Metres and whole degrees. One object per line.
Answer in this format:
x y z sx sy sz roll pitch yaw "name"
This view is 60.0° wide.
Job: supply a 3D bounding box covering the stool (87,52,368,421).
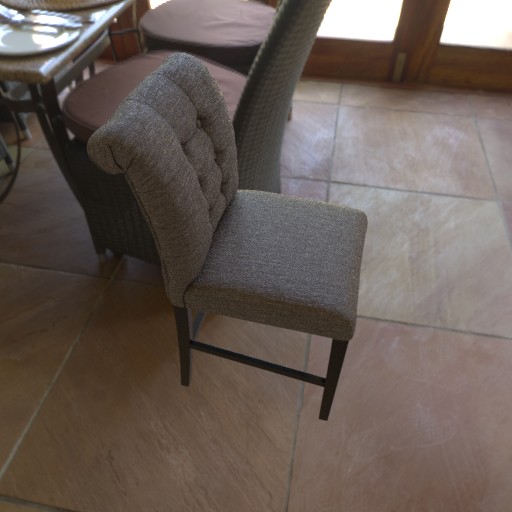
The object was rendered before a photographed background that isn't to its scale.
0.000 0.000 1.298 0.611 0.970 0.457 10 47 10 "stool"
